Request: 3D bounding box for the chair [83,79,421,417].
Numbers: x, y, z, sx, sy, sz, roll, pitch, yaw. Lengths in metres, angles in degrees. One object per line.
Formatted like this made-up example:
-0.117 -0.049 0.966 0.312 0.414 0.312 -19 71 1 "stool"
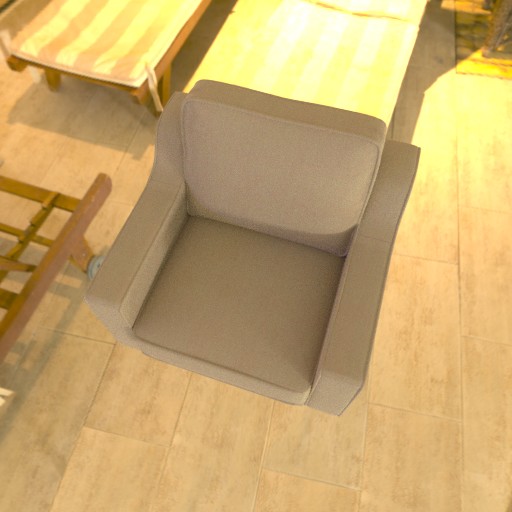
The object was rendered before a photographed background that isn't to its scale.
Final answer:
0.000 0.000 1.649 0.922 0.948 0.882 16 61 9 "chair"
